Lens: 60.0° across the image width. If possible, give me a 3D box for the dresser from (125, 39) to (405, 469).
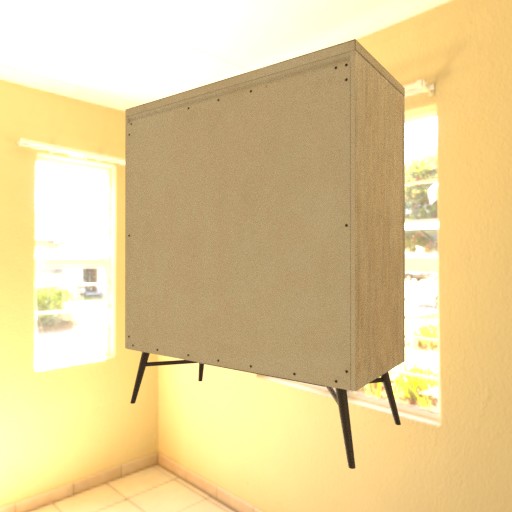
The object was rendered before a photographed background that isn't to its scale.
[{"bbox_3d":[0.000,0.000,1.726,1.016,1.219,0.457,0,0,36],"label":"dresser"}]
